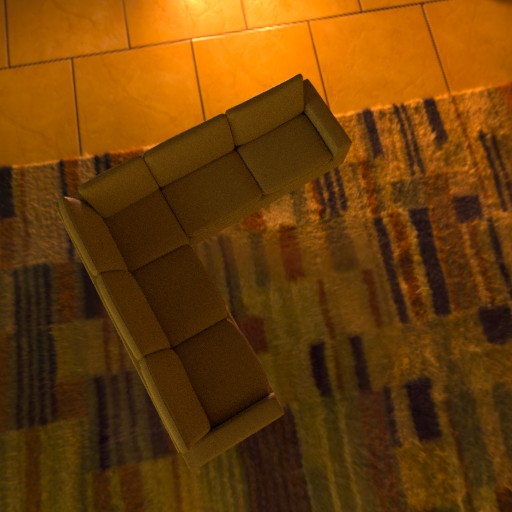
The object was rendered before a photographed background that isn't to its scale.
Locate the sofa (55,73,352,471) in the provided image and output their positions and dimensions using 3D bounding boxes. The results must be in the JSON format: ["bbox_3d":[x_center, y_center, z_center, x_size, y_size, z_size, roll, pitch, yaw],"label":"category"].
[{"bbox_3d":[0.000,0.000,4.093,2.742,0.800,2.622,-30,78,-7],"label":"sofa"}]
